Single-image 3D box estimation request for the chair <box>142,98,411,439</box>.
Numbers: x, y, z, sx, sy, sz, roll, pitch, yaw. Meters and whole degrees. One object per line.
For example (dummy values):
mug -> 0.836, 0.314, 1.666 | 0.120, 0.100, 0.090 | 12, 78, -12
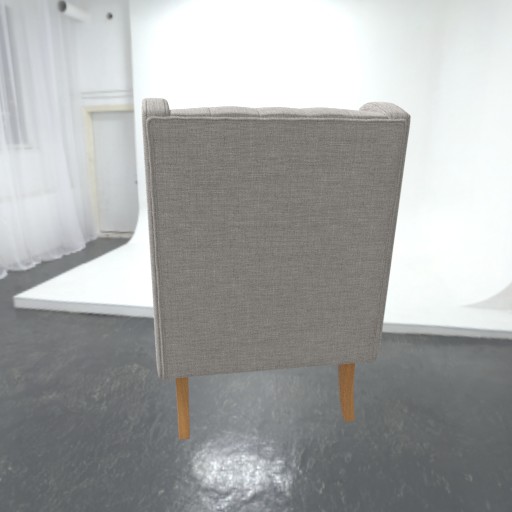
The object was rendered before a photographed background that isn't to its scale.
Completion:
chair -> 0.000, 0.000, 1.456 | 0.710, 0.930, 0.760 | -2, 14, -9
